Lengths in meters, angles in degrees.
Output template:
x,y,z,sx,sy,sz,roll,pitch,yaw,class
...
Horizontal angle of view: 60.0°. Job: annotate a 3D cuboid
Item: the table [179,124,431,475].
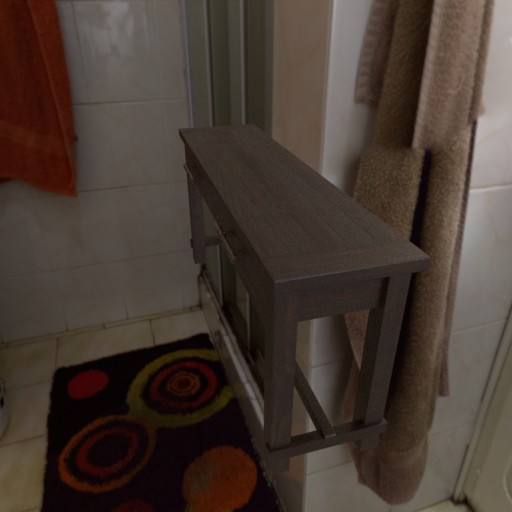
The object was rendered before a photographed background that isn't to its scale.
x,y,z,sx,sy,sz,roll,pitch,yaw,class
0.000,0.000,1.903,0.442,0.762,1.599,-8,30,-14,table
